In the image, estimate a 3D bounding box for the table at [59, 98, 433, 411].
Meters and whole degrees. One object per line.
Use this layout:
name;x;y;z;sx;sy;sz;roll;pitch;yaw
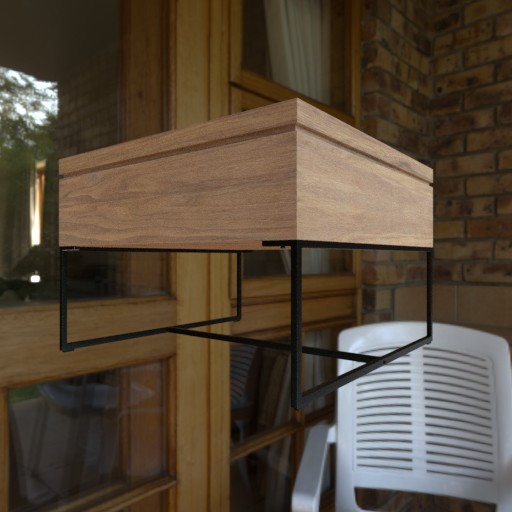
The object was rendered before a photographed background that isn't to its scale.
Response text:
table;0.000;0.000;1.126;0.679;0.464;0.676;0;0;38
